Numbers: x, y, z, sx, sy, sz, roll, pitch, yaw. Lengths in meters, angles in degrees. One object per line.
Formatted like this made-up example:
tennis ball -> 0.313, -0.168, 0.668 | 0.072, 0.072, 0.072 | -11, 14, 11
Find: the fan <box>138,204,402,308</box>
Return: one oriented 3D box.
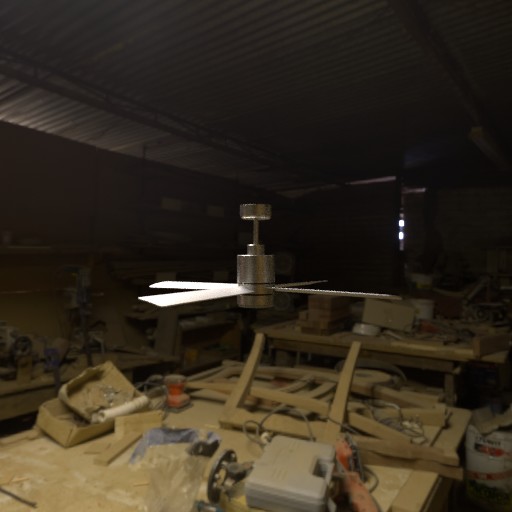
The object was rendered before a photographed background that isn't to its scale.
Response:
fan -> 0.000, 0.000, 2.389 | 1.525, 0.539, 1.525 | 0, 0, 35
